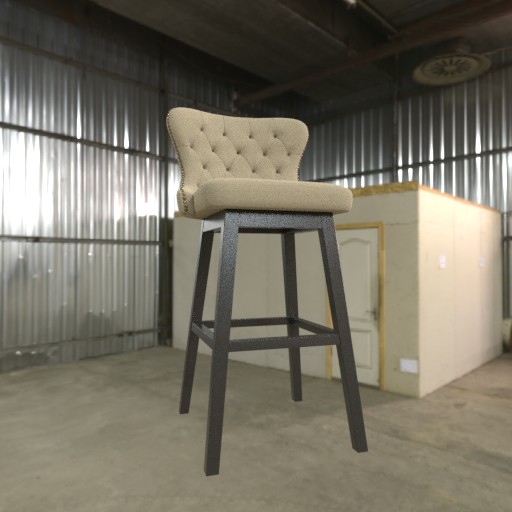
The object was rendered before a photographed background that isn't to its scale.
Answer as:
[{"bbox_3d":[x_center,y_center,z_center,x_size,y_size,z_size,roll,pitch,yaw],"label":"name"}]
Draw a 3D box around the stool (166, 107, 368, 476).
[{"bbox_3d":[0.000,0.000,1.427,0.528,1.066,0.605,0,0,-18],"label":"stool"}]
